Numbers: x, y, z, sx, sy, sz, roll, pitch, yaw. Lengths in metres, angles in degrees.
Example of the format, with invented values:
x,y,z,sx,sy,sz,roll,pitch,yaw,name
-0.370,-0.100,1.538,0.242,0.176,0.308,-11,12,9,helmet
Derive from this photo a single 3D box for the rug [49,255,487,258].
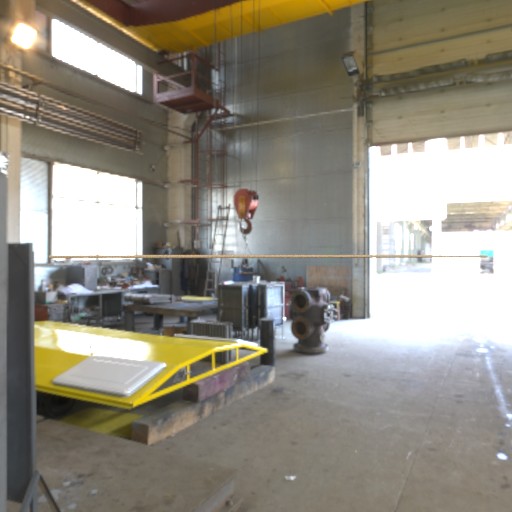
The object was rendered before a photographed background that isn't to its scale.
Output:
x,y,z,sx,sy,sz,roll,pitch,yaw,name
0.000,0.000,2.898,2.290,0.014,1.526,0,0,-17,rug
